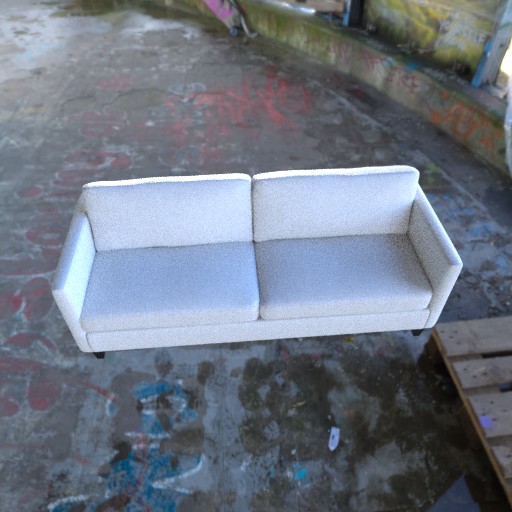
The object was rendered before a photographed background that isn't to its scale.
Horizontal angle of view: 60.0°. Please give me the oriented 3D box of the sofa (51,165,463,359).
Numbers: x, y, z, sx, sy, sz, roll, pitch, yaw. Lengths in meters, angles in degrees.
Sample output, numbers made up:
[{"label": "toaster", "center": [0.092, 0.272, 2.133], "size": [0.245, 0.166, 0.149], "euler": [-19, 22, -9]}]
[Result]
[{"label": "sofa", "center": [0.000, 0.000, 3.067], "size": [2.434, 0.965, 0.948], "euler": [-3, 46, -3]}]
